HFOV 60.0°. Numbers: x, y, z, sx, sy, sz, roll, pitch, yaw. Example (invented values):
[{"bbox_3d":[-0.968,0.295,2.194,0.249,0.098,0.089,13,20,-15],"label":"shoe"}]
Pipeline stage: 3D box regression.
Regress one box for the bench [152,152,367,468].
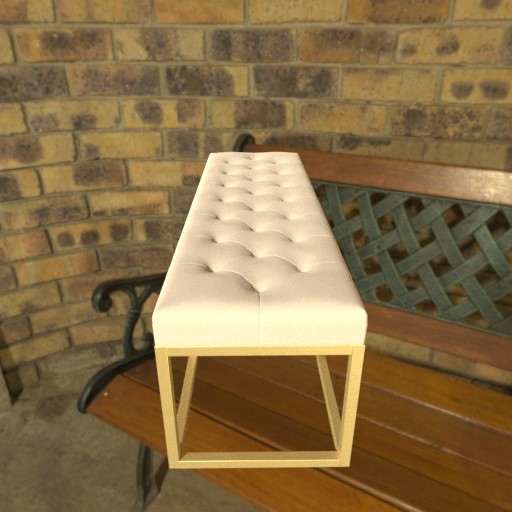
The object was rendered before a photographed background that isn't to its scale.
[{"bbox_3d":[0.000,0.000,1.680,0.457,0.484,1.473,0,26,-1],"label":"bench"}]
